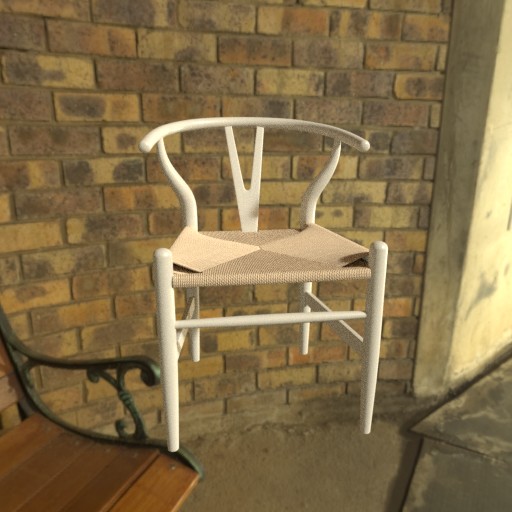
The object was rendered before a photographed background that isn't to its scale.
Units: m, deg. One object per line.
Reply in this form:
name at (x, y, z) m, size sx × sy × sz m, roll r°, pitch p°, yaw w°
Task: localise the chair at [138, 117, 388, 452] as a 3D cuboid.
chair at (0.000, 0.000, 1.183) m, size 0.569 × 0.730 × 0.579 m, roll -2°, pitch 15°, yaw -8°
